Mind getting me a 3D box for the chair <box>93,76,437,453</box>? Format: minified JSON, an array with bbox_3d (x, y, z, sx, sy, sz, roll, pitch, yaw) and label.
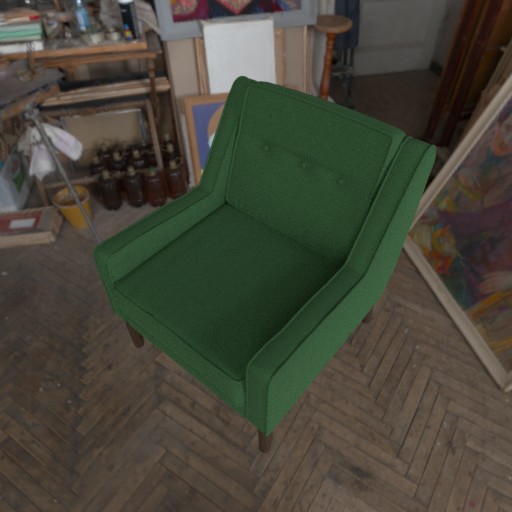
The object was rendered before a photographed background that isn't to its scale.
[{"bbox_3d":[0.000,0.000,1.359,0.663,0.792,0.743,31,53,26],"label":"chair"}]
